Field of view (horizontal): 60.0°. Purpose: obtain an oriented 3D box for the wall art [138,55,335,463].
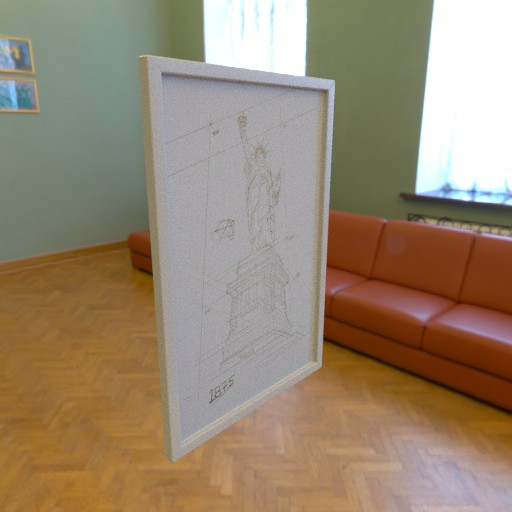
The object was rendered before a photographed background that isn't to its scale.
[{"bbox_3d":[0.000,0.000,1.047,0.026,0.813,0.556,15,22,41],"label":"wall art"}]
